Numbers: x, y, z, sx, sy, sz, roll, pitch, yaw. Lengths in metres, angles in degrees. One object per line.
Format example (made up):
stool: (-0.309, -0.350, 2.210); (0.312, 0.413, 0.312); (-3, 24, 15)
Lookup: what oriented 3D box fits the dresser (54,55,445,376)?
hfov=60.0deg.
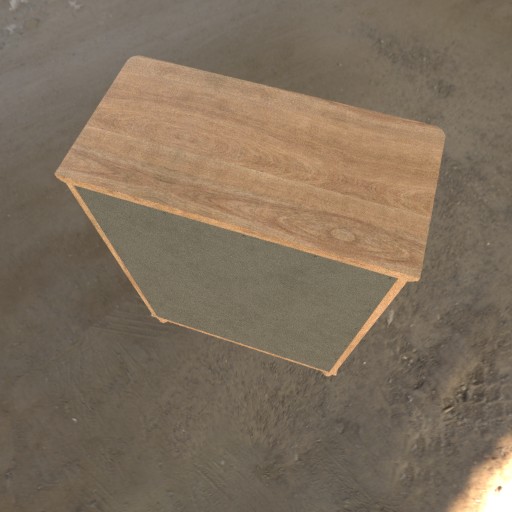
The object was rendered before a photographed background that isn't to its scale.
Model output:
dresser: (0.000, 0.000, 1.806); (0.973, 1.318, 0.484); (16, 65, 8)
